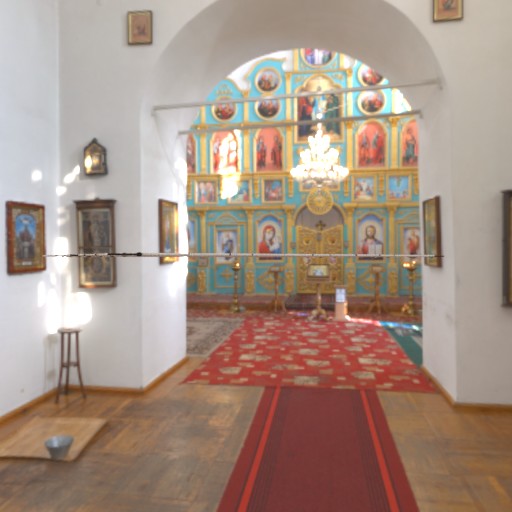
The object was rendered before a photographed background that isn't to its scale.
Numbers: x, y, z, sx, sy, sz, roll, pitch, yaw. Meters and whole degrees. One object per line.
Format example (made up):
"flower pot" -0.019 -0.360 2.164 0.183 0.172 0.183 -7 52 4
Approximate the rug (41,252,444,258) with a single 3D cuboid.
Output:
"rug" 0.000 0.000 3.377 2.755 0.021 1.524 0 0 -37
